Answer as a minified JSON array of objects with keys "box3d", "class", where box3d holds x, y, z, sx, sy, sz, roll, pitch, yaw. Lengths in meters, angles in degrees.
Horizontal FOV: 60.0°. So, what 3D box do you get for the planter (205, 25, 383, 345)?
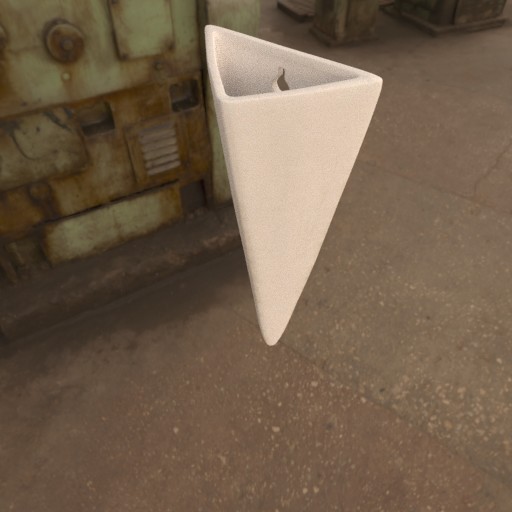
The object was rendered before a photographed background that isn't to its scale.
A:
[{"box3d":[0.000,0.000,0.391,0.143,0.338,0.065,31,53,27],"class":"planter"}]
